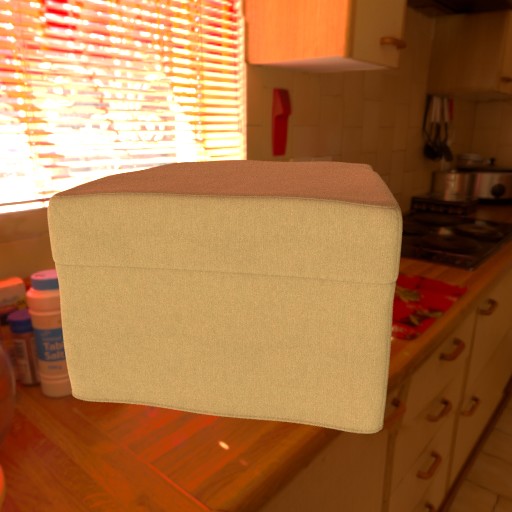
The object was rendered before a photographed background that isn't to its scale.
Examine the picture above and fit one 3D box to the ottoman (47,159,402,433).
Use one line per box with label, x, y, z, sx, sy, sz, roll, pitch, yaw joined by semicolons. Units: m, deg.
ottoman;0.000;0.000;1.194;0.648;0.461;0.833;3;17;10
